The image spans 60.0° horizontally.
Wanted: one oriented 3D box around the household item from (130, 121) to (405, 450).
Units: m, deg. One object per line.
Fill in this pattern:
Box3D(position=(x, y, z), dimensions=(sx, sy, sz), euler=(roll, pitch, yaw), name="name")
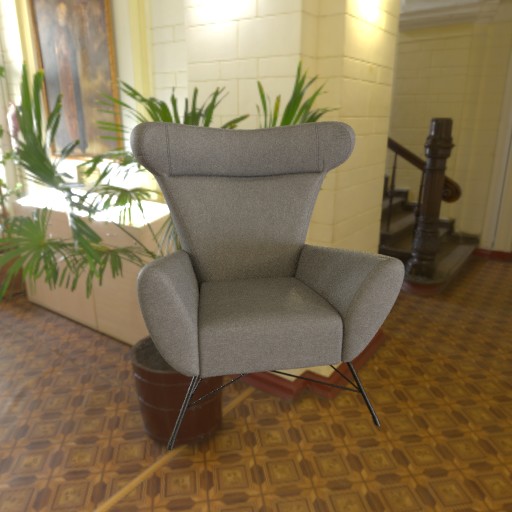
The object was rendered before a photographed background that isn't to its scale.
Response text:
Box3D(position=(0.000, 0.000, 1.810), dimensions=(0.980, 1.050, 0.900), euler=(-3, 18, -9), name="household item")
